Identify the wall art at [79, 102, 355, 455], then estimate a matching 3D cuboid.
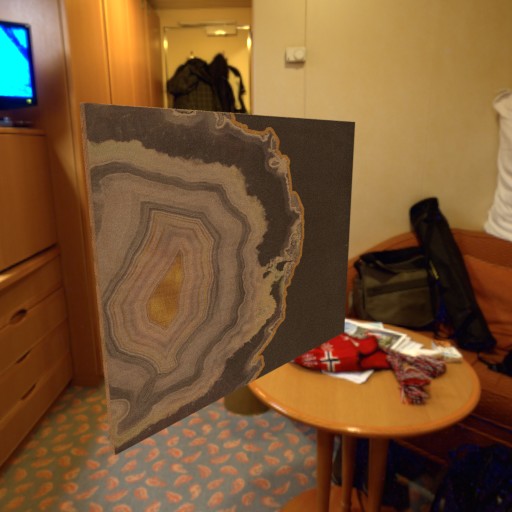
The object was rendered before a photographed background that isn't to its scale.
[{"bbox_3d":[0.000,0.000,0.672,0.010,0.408,0.508,13,19,42],"label":"wall art"}]
